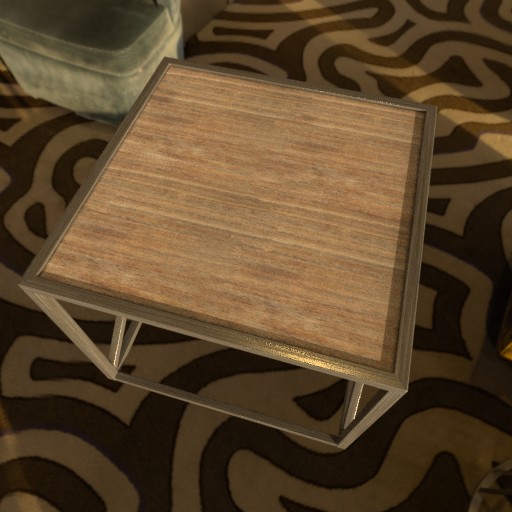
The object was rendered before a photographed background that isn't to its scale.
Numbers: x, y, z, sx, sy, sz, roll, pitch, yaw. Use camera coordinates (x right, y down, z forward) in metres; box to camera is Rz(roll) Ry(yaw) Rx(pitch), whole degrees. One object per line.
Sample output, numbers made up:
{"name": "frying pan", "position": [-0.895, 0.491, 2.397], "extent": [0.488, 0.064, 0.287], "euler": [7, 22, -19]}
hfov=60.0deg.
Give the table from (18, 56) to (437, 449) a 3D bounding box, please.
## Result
{"name": "table", "position": [0.000, 0.000, 1.025], "extent": [0.609, 0.507, 0.611], "euler": [14, 59, 8]}
